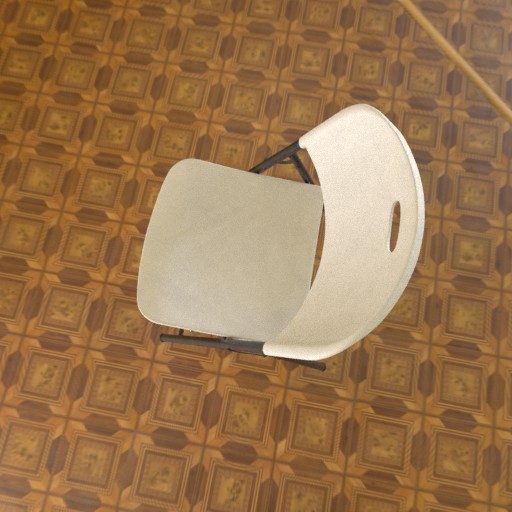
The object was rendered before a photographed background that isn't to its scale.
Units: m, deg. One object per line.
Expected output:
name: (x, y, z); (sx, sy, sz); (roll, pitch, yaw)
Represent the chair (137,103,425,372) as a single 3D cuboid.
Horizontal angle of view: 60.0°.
chair: (0.000, 0.000, 1.130); (0.566, 0.810, 0.494); (10, 76, 3)
